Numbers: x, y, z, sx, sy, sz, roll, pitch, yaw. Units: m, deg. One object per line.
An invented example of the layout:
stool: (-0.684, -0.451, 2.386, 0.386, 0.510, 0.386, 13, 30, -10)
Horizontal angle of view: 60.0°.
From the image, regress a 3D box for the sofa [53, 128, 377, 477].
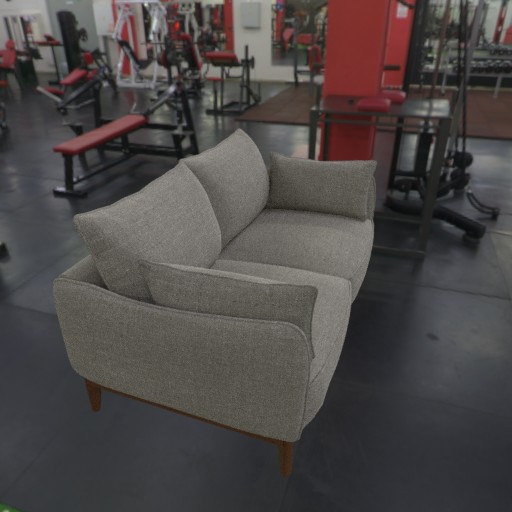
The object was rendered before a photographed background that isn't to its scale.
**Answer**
sofa: (0.000, 0.000, 2.080, 0.972, 0.851, 1.580, 10, 31, 18)
